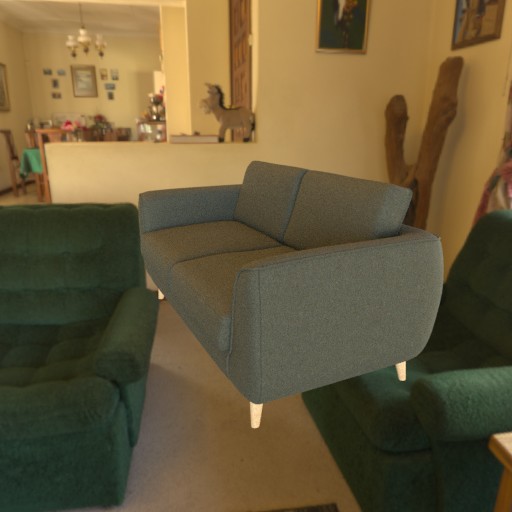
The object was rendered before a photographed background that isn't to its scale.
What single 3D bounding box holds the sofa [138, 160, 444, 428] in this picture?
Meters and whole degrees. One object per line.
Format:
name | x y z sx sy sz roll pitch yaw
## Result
sofa | 0.000 0.000 2.269 0.920 0.850 1.700 -8 19 -25
